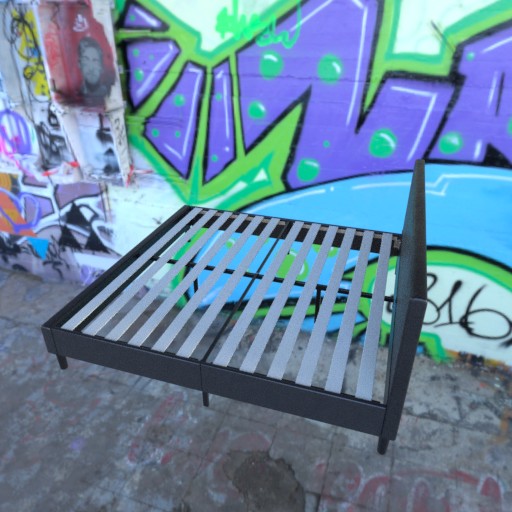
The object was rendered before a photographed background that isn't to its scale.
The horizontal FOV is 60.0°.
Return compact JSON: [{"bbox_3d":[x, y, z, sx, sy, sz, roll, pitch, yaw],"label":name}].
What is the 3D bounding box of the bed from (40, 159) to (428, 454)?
[{"bbox_3d":[0.000,0.000,3.208,2.152,1.046,2.018,9,31,16],"label":"bed"}]
